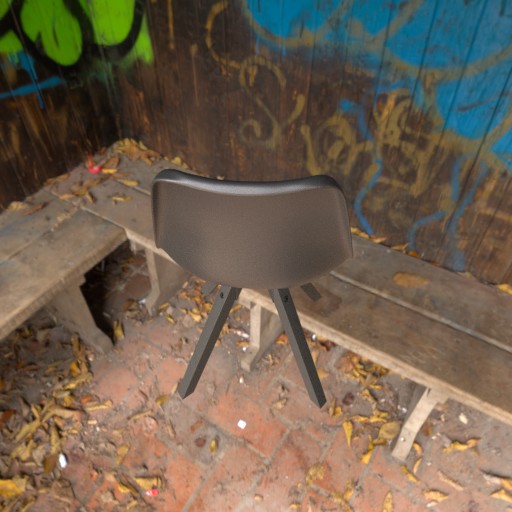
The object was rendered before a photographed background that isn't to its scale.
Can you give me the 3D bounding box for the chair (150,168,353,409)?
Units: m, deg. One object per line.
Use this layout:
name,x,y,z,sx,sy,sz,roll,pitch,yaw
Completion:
chair,0.000,0.000,1.182,0.485,0.850,0.530,3,45,3
